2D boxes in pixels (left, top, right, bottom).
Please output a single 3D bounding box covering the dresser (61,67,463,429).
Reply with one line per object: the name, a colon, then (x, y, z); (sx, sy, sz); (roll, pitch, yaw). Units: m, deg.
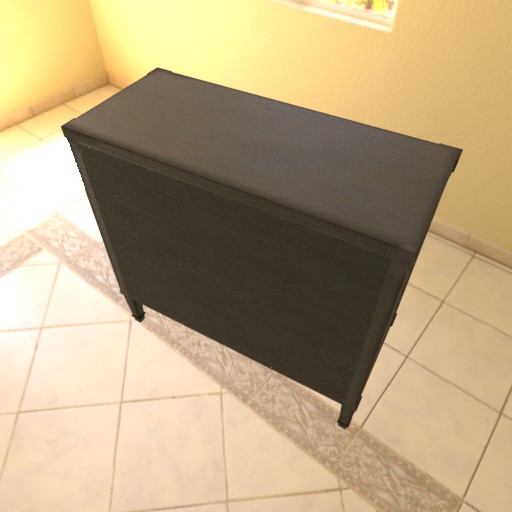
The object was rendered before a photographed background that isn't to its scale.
dresser: (0.000, 0.000, 1.614); (1.049, 0.986, 0.463); (22, 51, 20)
